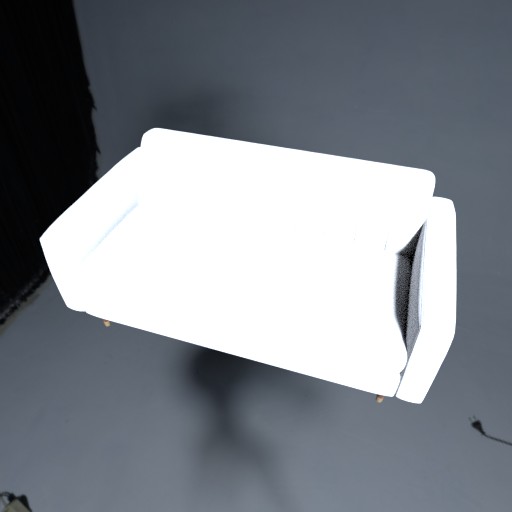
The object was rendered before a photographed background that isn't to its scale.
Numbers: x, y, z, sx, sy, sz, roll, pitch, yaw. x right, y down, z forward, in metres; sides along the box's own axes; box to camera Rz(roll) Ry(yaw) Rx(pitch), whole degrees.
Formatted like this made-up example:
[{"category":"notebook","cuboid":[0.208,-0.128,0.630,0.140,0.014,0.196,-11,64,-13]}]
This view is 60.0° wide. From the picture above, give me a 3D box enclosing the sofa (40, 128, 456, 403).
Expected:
[{"category":"sofa","cuboid":[0.000,0.000,2.358,1.895,0.814,0.969,12,43,13]}]
